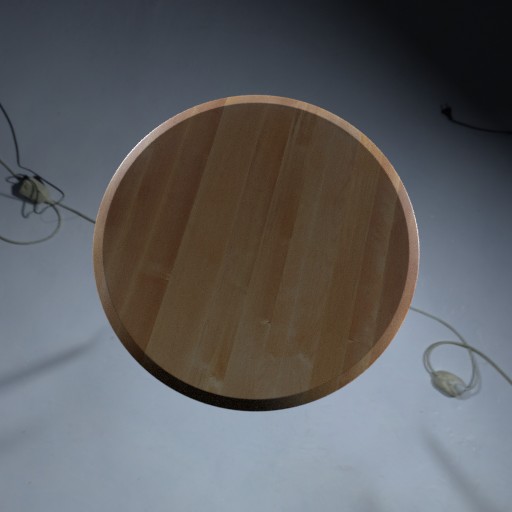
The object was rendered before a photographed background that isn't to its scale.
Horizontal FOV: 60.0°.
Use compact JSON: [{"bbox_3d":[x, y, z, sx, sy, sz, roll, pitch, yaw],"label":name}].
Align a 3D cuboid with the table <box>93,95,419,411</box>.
[{"bbox_3d":[0.000,0.000,1.413,0.900,0.400,0.900,0,77,0],"label":"table"}]
